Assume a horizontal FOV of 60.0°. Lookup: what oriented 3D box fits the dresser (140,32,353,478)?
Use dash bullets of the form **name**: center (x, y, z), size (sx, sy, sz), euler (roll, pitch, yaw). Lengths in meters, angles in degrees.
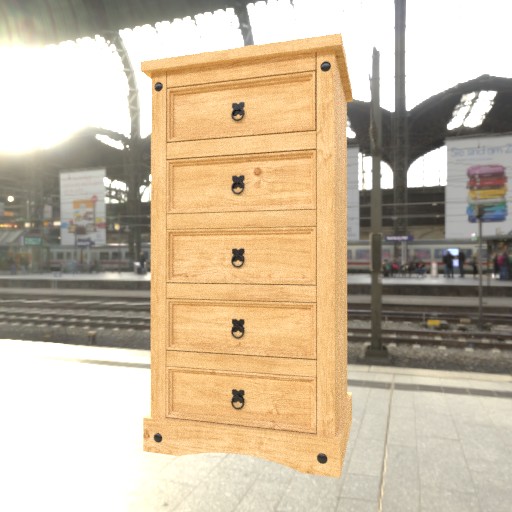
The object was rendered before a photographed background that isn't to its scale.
- **dresser**: center (0.000, 0.000, 1.293), size (0.531, 1.041, 0.390), euler (0, 0, 16)
